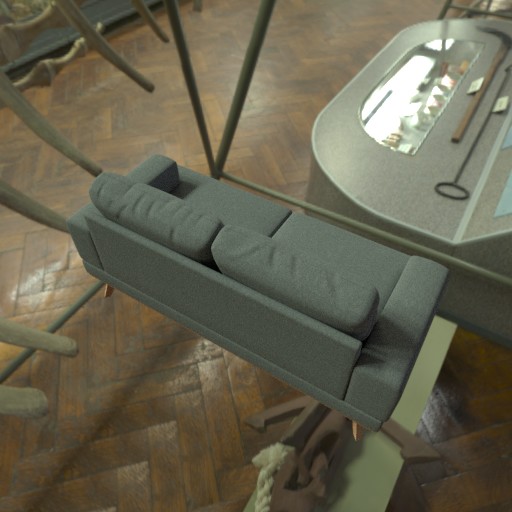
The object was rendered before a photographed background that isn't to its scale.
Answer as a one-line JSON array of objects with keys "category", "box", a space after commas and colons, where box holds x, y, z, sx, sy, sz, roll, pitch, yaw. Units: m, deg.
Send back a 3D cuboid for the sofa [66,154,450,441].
[{"category": "sofa", "box": [0.000, 0.000, 2.098, 1.650, 0.810, 0.785, 24, 52, 21]}]
